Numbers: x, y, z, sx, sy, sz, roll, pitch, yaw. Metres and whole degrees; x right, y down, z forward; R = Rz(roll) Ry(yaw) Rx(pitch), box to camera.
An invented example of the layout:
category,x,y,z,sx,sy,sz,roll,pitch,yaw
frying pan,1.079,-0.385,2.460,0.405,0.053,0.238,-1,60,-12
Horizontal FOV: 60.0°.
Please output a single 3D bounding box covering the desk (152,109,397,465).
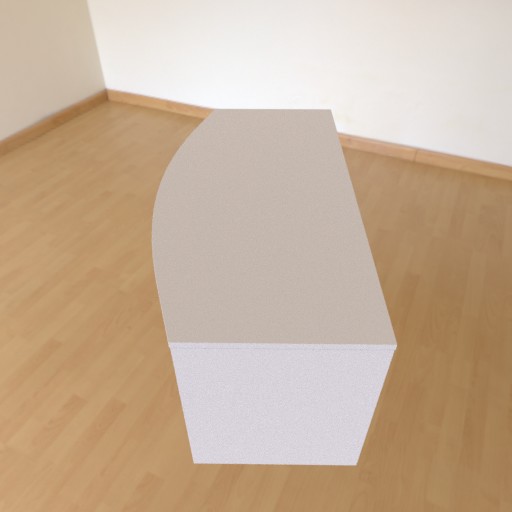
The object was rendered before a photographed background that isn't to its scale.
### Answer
category,x,y,z,sx,sy,sz,roll,pitch,yaw
desk,0.000,0.000,2.078,0.802,0.750,1.600,0,41,1
